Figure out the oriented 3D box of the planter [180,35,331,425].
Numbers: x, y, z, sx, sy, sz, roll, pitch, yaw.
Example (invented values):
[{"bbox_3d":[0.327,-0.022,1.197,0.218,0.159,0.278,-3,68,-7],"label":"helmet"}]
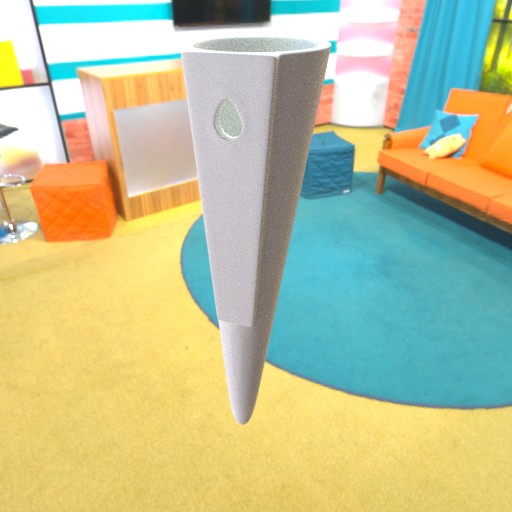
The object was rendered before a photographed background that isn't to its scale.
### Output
[{"bbox_3d":[0.000,0.000,0.222,0.057,0.193,0.064,10,33,15],"label":"planter"}]
